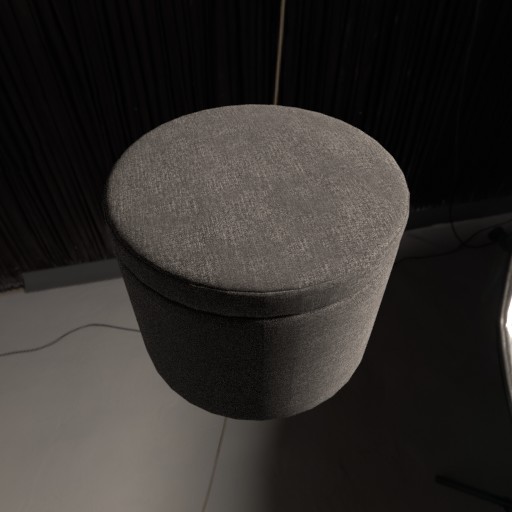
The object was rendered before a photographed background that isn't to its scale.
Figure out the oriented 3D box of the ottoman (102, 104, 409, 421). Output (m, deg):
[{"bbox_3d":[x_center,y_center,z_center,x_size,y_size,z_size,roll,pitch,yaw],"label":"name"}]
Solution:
[{"bbox_3d":[0.000,0.000,0.868,0.500,0.419,0.500,0,46,0],"label":"ottoman"}]
